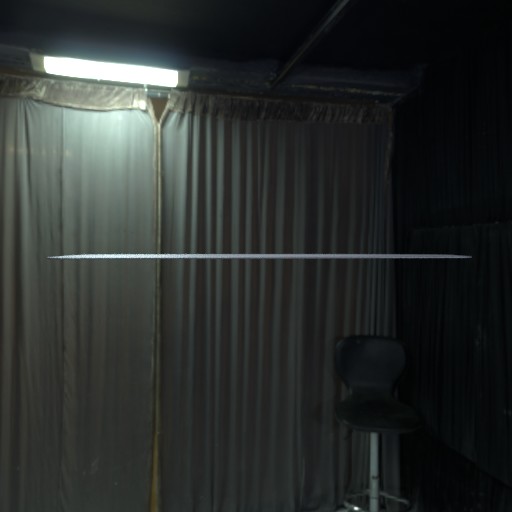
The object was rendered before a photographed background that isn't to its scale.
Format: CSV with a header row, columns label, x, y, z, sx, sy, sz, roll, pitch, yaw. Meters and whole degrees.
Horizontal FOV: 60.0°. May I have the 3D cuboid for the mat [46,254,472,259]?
label,x,y,z,sx,sy,sz,roll,pitch,yaw
mat,0.000,0.000,1.859,1.524,0.013,0.918,0,0,-18
